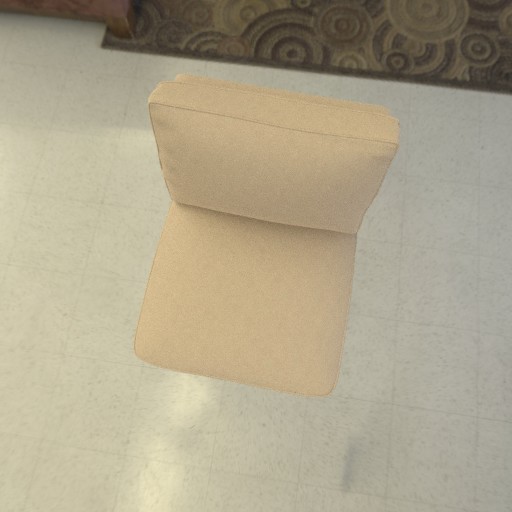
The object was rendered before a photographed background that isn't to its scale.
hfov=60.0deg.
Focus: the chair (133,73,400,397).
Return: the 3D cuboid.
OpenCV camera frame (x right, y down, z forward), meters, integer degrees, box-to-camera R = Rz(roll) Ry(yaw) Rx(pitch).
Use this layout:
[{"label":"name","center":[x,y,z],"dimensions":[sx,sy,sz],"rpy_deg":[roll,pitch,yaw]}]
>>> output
[{"label":"chair","center":[0.000,0.000,1.638],"dimensions":[0.724,1.052,0.912],"rpy_deg":[11,75,3]}]
